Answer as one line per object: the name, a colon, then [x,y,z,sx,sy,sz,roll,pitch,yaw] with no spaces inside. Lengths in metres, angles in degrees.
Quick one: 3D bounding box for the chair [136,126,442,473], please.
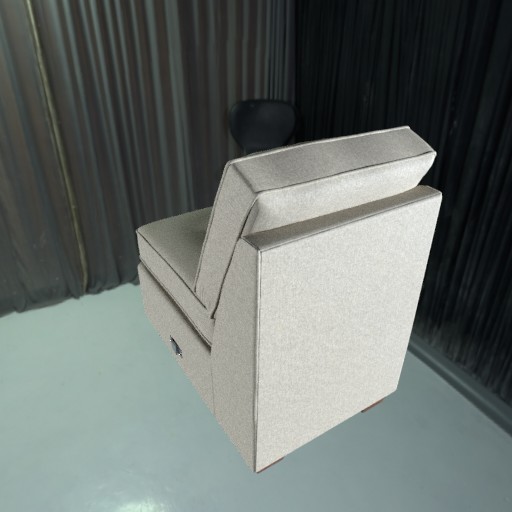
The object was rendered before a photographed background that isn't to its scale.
chair: [0.000,0.000,1.690,0.674,1.058,1.020,-18,34,-28]
